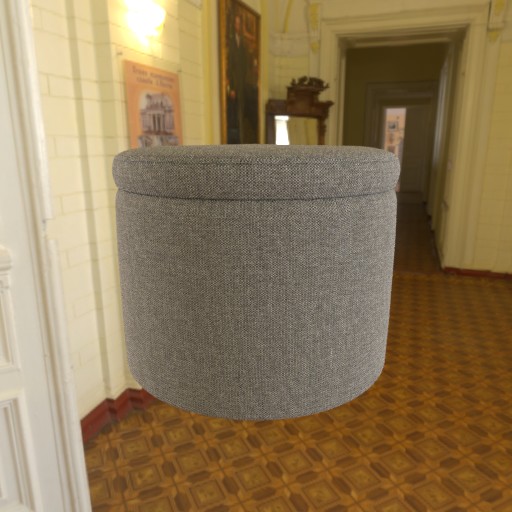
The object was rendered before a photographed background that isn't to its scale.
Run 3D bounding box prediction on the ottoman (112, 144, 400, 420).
[{"bbox_3d":[0.000,0.000,0.877,0.520,0.430,0.520,0,14,0],"label":"ottoman"}]
